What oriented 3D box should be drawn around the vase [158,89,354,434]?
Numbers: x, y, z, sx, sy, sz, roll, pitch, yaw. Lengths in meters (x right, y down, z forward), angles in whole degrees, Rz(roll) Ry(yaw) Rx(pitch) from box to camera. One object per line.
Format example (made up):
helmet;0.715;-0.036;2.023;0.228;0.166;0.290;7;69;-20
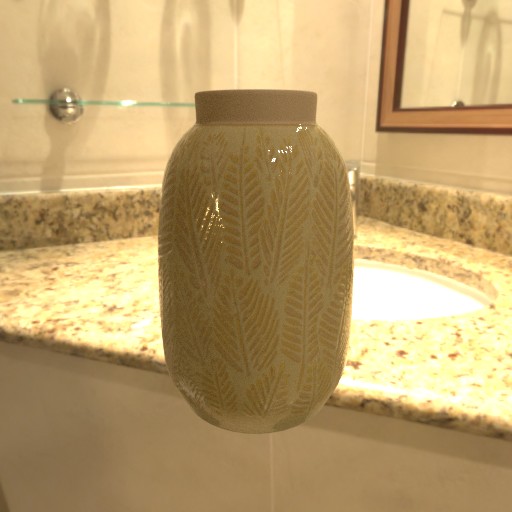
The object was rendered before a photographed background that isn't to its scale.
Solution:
vase;0.000;0.000;0.390;0.172;0.270;0.172;0;17;0
